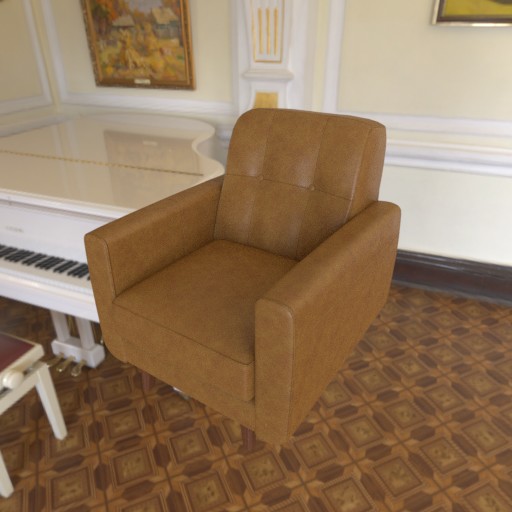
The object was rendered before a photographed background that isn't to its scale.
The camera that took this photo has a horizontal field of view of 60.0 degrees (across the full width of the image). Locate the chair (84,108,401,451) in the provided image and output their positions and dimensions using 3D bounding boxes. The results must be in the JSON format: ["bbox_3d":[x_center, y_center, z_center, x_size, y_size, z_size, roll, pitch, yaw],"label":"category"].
[{"bbox_3d":[0.000,0.000,1.692,0.845,0.968,0.942,17,32,30],"label":"chair"}]
